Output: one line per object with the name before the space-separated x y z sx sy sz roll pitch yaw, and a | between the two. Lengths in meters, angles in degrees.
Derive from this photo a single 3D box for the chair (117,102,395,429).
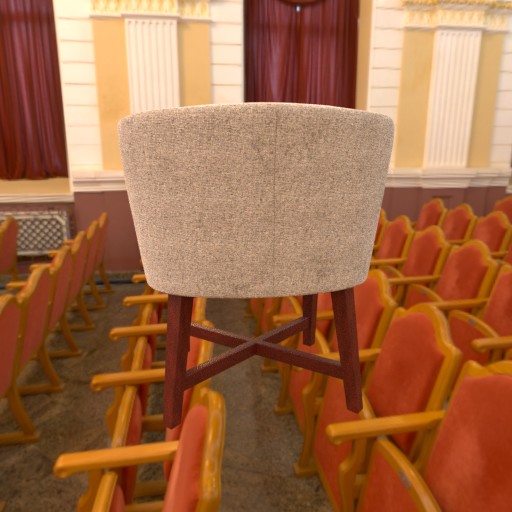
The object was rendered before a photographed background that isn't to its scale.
chair | 0.000 0.000 1.331 0.728 0.827 0.575 -2 14 -8
